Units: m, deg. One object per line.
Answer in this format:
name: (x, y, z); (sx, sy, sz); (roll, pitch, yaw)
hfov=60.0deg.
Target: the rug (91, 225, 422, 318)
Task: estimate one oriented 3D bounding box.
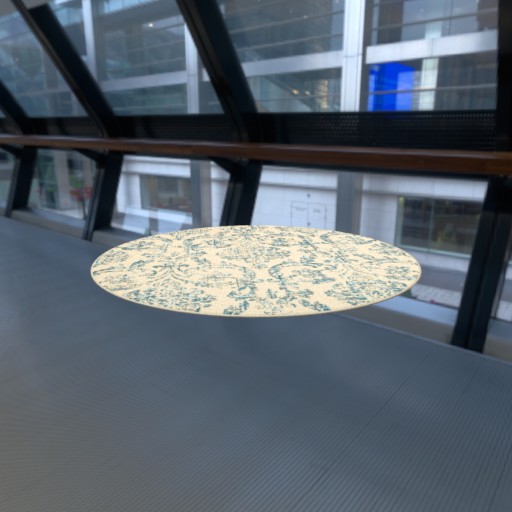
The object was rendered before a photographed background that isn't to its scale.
rug: (0.000, 0.000, 2.267); (1.593, 0.012, 1.593); (0, 15, 0)
